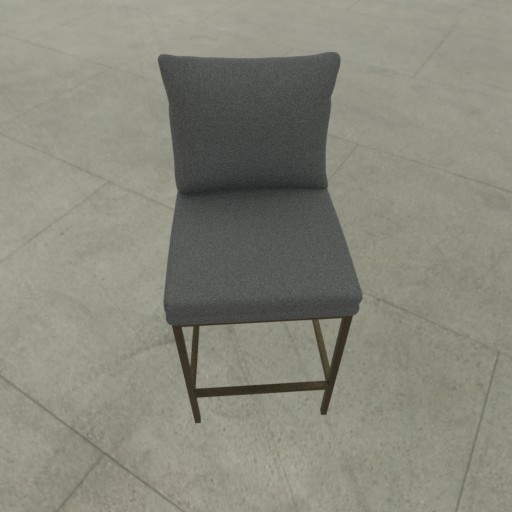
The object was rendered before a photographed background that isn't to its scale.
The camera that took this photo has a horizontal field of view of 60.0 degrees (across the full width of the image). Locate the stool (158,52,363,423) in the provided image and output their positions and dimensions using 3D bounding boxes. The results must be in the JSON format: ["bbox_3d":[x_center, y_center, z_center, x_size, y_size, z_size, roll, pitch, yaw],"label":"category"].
[{"bbox_3d":[0.000,0.000,1.302,0.463,1.030,0.569,-3,47,-3],"label":"stool"}]
